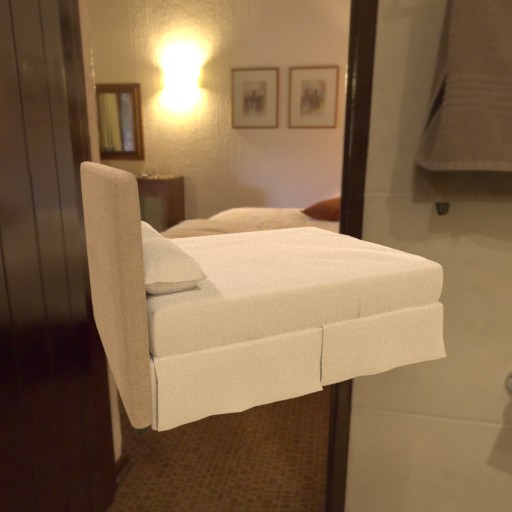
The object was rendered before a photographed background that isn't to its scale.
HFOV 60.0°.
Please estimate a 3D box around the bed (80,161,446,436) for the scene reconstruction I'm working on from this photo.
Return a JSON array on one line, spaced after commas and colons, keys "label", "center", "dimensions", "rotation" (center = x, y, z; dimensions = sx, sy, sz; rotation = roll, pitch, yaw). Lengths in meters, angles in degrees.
[{"label": "bed", "center": [0.000, 0.000, 3.198], "dimensions": [2.162, 1.330, 1.713], "rotation": [-7, 15, -25]}]
